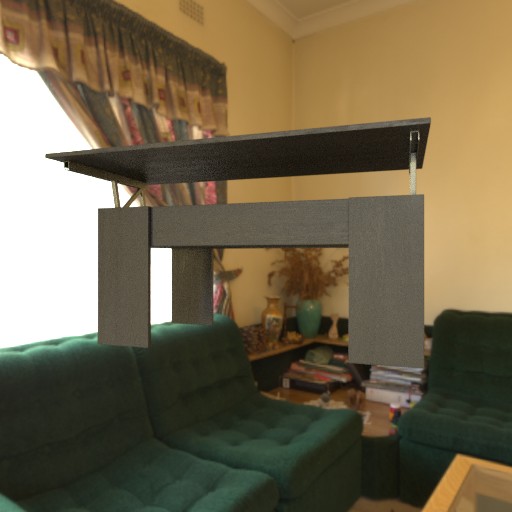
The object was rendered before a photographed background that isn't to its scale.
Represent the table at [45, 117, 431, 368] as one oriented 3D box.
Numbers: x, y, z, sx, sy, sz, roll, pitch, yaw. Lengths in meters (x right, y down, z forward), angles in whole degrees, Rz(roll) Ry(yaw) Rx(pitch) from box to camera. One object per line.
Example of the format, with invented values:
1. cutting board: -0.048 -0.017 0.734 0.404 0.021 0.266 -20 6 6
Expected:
1. table: 0.000 0.000 1.408 1.000 0.570 0.711 0 0 19
